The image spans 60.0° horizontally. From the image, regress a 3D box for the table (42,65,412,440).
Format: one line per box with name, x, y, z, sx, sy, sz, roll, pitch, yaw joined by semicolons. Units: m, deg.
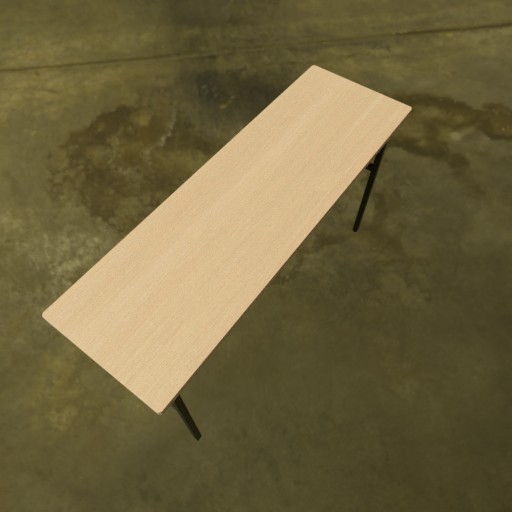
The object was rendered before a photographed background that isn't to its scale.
table;0.000;0.000;1.768;0.447;0.750;1.397;32;63;19
